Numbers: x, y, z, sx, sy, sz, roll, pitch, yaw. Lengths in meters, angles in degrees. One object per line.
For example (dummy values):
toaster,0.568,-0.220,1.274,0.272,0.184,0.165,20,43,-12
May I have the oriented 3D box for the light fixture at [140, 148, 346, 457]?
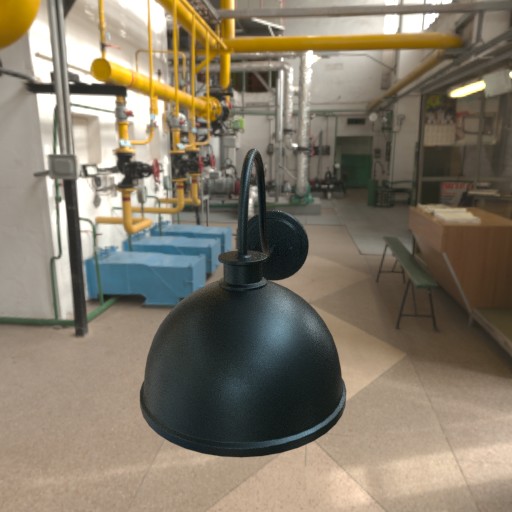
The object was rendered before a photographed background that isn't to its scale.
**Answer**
light fixture,0.000,0.000,0.625,0.253,0.295,0.467,2,14,8
